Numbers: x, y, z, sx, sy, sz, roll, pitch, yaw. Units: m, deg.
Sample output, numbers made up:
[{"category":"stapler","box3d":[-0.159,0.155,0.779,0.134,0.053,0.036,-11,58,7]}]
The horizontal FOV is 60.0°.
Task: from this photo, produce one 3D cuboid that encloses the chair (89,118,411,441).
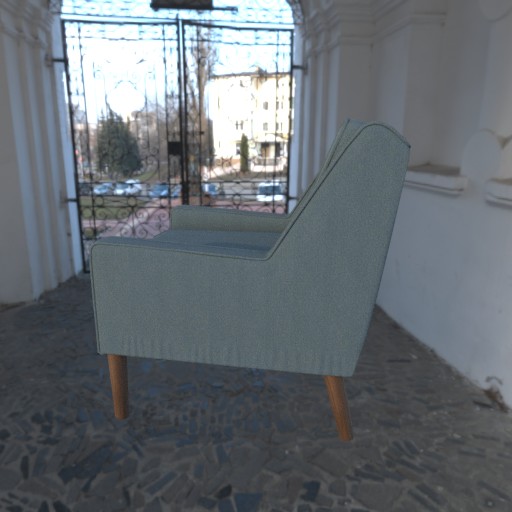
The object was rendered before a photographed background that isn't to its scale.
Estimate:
[{"category":"chair","box3d":[0.000,0.000,1.334,0.733,0.780,0.663,2,15,9]}]
